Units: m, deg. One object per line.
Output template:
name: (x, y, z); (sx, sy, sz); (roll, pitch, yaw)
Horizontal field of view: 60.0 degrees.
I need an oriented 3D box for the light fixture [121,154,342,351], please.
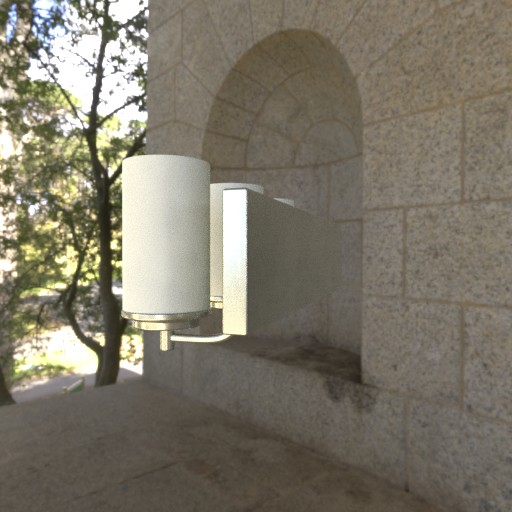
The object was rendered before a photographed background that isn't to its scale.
light fixture: (0.000, 0.000, 0.549); (0.145, 0.172, 0.451); (0, 0, 19)
